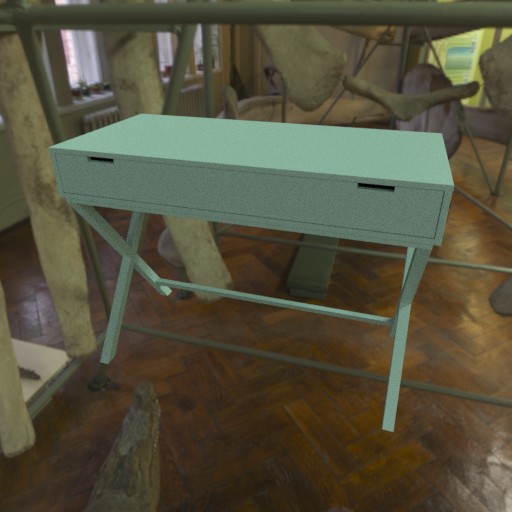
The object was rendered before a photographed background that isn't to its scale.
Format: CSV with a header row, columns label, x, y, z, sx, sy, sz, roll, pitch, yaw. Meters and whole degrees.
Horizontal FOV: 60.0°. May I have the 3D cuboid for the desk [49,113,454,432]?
label,x,y,z,sx,sy,sz,roll,pitch,yaw
desk,0.000,0.000,1.496,1.059,0.780,0.509,9,30,15
